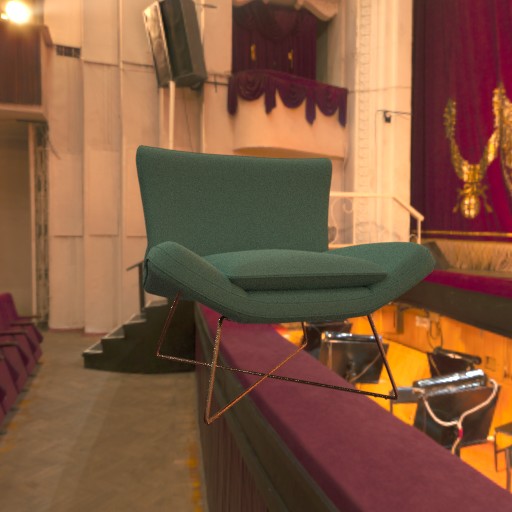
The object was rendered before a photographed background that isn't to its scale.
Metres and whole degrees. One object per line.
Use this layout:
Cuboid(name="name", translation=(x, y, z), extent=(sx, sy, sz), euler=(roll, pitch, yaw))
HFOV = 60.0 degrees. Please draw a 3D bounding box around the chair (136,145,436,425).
Cuboid(name="chair", translation=(0.000, 0.000, 1.669), extent=(0.859, 0.855, 1.008), euler=(-1, 2, -19))
